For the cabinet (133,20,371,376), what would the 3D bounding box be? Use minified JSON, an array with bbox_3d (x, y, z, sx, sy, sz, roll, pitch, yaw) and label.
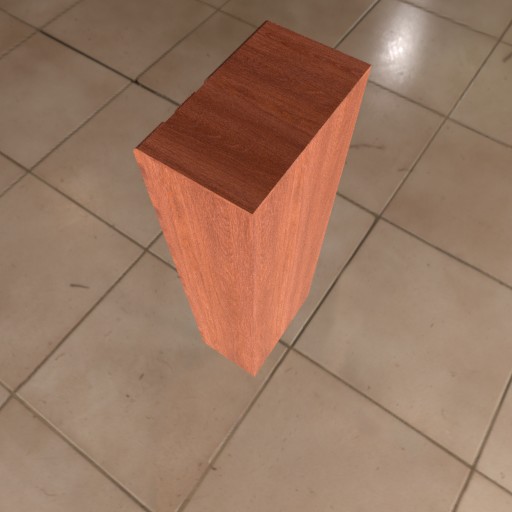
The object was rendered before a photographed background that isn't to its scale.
[{"bbox_3d":[0.000,0.000,2.182,0.420,1.980,0.660,31,67,15],"label":"cabinet"}]
